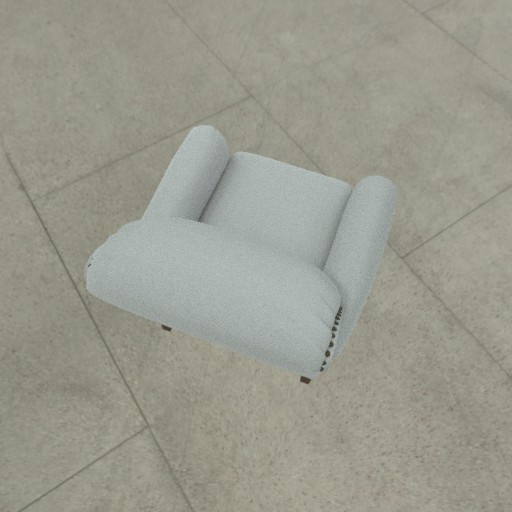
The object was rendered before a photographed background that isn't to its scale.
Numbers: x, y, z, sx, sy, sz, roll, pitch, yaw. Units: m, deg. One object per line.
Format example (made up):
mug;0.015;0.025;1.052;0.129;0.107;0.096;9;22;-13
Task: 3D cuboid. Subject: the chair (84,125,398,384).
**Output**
chair;0.000;0.000;1.648;0.854;0.927;0.890;19;64;9
